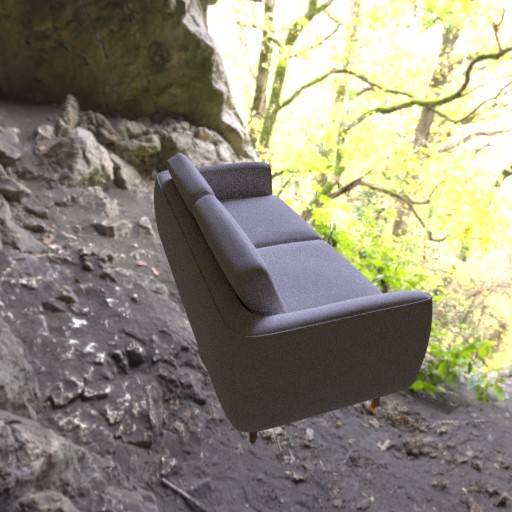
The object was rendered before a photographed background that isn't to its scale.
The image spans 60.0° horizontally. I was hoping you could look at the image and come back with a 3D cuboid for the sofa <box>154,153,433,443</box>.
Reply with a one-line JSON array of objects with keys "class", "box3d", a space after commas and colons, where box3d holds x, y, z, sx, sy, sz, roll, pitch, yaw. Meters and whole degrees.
[{"class": "sofa", "box3d": [0.000, 0.000, 2.521, 0.920, 0.850, 2.000, -9, 30, -17]}]
